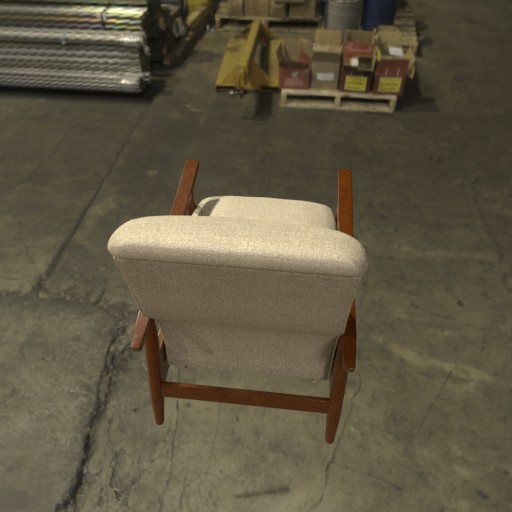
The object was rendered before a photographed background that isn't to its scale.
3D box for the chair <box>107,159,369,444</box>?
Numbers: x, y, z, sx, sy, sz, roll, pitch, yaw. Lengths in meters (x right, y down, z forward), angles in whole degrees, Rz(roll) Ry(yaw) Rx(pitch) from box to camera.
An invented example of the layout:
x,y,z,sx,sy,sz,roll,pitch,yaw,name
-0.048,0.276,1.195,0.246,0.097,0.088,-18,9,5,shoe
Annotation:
x,y,z,sx,sy,sz,roll,pitch,yaw,name
0.000,0.000,1.752,0.762,1.082,1.014,4,46,4,chair
